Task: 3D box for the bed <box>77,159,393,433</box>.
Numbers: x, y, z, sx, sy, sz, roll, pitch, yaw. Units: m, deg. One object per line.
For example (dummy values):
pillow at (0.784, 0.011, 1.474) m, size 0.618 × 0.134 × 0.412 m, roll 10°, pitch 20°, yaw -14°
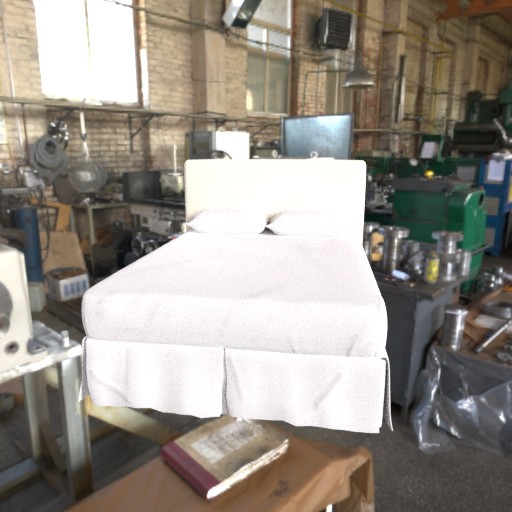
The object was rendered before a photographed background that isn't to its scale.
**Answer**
bed at (0.000, 0.000, 3.196) m, size 1.713 × 1.330 × 2.142 m, roll 2°, pitch 13°, yaw 9°
